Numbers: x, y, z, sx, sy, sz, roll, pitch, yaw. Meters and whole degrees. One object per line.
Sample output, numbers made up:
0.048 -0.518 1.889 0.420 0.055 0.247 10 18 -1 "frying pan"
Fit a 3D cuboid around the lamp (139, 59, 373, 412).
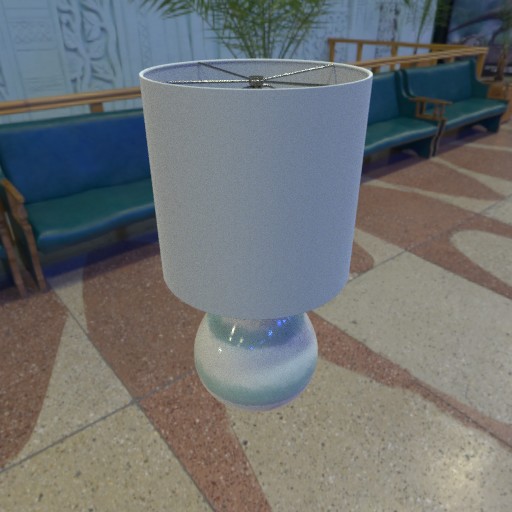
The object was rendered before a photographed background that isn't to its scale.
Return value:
0.000 0.000 0.520 0.217 0.404 0.217 -21 35 -32 "lamp"
